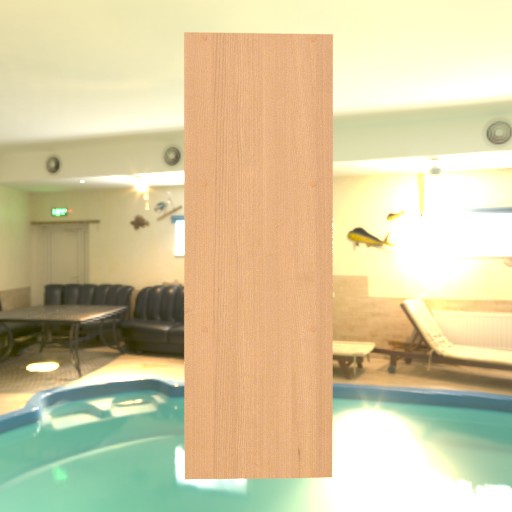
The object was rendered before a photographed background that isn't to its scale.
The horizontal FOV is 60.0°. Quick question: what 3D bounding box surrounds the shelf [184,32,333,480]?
[{"bbox_3d":[0.000,0.000,1.079,0.292,0.876,0.417,0,0,-2],"label":"shelf"}]
